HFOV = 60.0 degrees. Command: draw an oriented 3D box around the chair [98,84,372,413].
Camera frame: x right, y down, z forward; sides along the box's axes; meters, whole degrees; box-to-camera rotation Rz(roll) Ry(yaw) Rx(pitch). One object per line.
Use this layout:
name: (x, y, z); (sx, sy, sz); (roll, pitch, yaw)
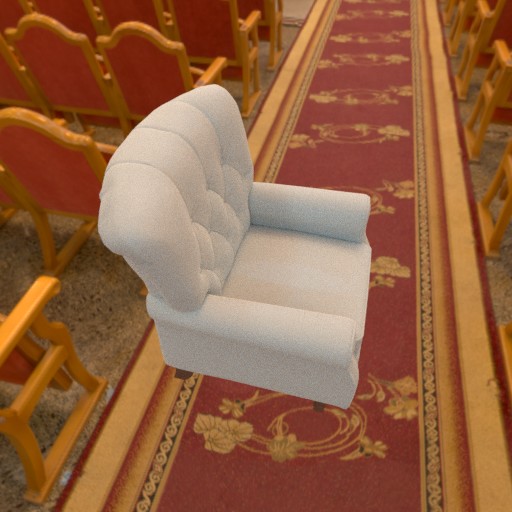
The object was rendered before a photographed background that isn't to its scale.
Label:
chair: (0.000, 0.000, 2.103); (1.128, 1.217, 1.090); (10, 47, 10)
